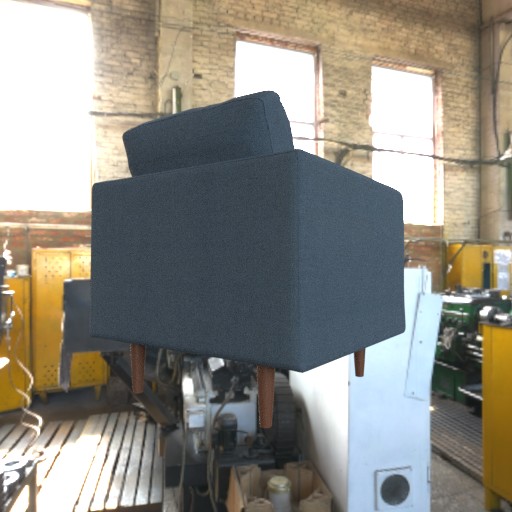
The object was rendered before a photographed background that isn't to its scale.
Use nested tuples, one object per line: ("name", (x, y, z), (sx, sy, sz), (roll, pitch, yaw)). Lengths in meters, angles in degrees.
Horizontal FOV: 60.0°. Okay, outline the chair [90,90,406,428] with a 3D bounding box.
("chair", (0.000, 0.000, 1.606), (0.855, 0.922, 0.820), (0, -1, 36))
